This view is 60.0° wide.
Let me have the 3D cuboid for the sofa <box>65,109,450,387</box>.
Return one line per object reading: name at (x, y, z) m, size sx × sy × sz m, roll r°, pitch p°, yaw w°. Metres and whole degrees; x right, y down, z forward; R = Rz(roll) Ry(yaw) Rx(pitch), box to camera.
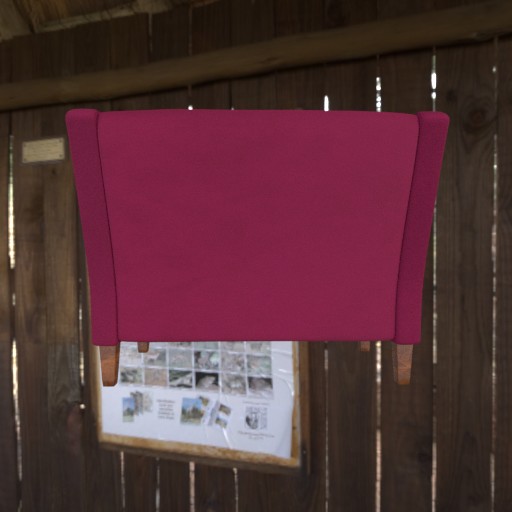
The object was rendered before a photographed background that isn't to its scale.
sofa at (0.000, 0.000, 1.885) m, size 1.242 × 0.976 × 0.946 m, roll 0°, pitch 1°, yaw -1°
